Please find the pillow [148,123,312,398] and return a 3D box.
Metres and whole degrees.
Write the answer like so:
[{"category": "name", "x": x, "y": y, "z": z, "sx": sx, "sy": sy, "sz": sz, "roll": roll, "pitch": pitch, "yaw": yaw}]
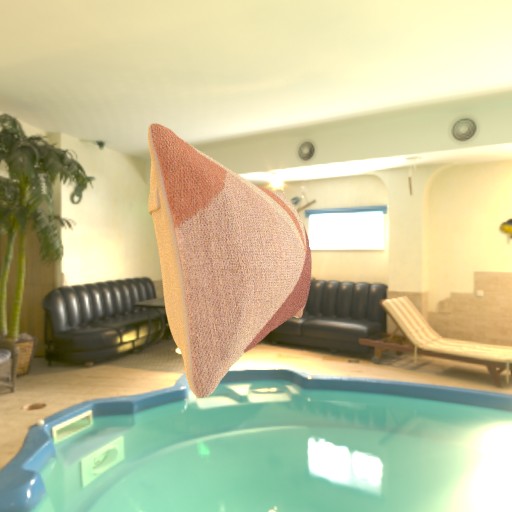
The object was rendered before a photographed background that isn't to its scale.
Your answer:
[{"category": "pillow", "x": 0.000, "y": 0.000, "z": 0.729, "sx": 0.155, "sy": 0.292, "sz": 0.609, "roll": 0, "pitch": 1, "yaw": 16}]
